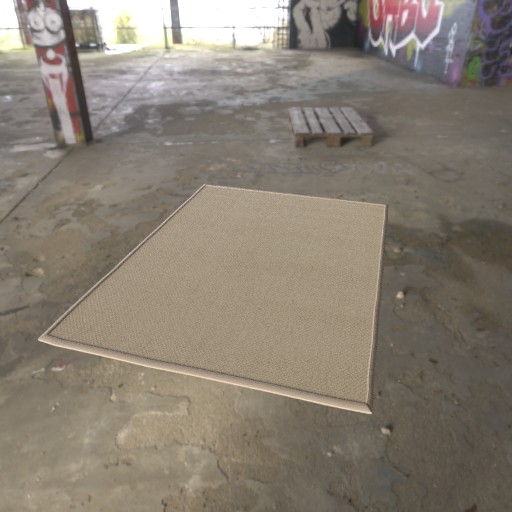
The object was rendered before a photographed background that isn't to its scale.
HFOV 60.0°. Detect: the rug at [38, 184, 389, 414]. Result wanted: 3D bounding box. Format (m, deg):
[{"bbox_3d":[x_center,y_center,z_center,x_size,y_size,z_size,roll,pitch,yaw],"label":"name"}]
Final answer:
[{"bbox_3d":[0.000,0.000,2.727,1.525,0.020,2.081,8,31,14],"label":"rug"}]
